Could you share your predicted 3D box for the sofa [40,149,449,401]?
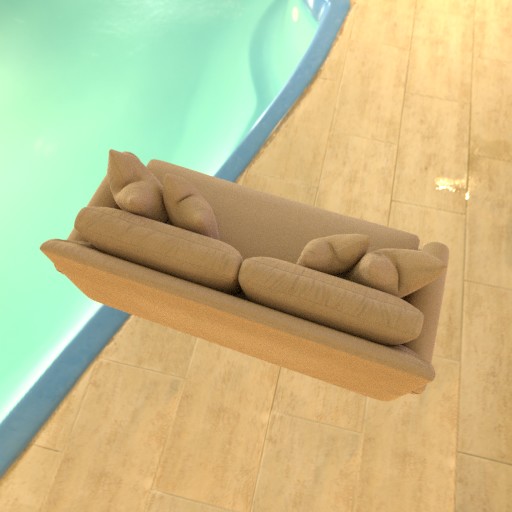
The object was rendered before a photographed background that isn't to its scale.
[{"bbox_3d":[0.000,0.000,2.803,2.285,0.904,1.067,17,66,8],"label":"sofa"}]
